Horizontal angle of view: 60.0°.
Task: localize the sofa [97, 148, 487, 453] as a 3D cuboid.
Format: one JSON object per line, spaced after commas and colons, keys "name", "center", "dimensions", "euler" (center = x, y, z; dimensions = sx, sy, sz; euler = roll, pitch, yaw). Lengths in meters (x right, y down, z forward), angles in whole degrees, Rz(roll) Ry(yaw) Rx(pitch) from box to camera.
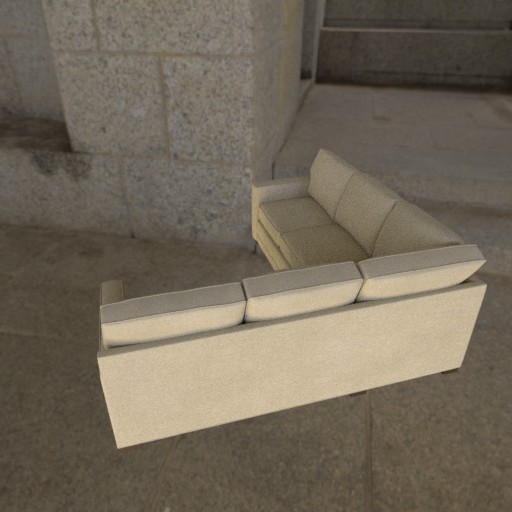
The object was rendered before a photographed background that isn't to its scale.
{"name": "sofa", "center": [0.000, 0.000, 3.325], "dimensions": [2.211, 0.936, 2.188], "euler": [-9, 32, -15]}
